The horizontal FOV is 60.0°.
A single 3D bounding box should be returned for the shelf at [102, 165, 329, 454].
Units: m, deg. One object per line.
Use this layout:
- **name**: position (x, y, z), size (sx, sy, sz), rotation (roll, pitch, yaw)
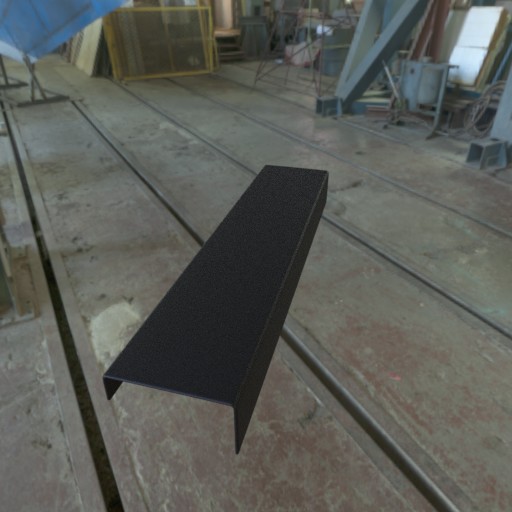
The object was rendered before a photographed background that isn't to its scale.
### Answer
- **shelf**: position (0.000, 0.000, 0.503), size (0.102, 0.053, 0.456), rotation (8, 32, 13)
